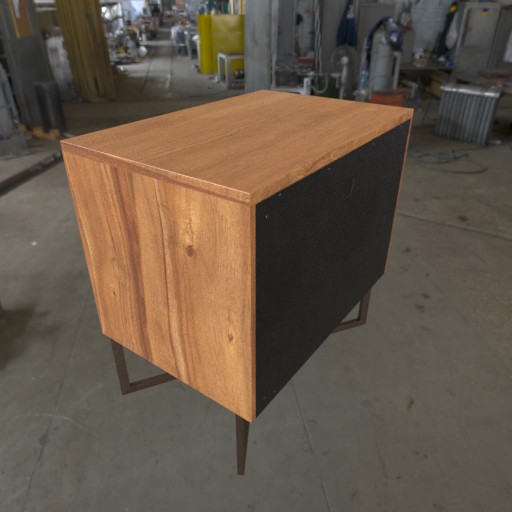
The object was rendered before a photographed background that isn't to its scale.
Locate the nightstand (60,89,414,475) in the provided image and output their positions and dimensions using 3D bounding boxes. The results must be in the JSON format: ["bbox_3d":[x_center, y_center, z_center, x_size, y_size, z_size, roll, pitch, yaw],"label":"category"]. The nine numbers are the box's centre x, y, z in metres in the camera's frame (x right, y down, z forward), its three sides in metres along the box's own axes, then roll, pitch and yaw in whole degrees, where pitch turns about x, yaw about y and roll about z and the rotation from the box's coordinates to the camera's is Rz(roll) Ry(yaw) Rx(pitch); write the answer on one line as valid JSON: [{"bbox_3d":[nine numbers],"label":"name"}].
[{"bbox_3d":[0.000,0.000,1.035,0.427,0.615,0.613,20,36,30],"label":"nightstand"}]
